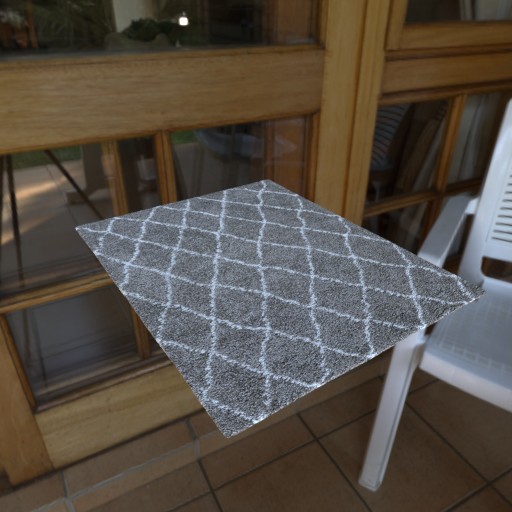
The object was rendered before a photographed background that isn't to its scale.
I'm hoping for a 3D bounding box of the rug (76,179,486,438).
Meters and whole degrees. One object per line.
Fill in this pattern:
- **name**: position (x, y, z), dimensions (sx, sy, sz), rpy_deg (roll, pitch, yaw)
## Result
- **rug**: position (0.000, 0.000, 4.059), dimensions (2.438, 0.029, 3.047), rpy_deg (-19, 35, -29)
